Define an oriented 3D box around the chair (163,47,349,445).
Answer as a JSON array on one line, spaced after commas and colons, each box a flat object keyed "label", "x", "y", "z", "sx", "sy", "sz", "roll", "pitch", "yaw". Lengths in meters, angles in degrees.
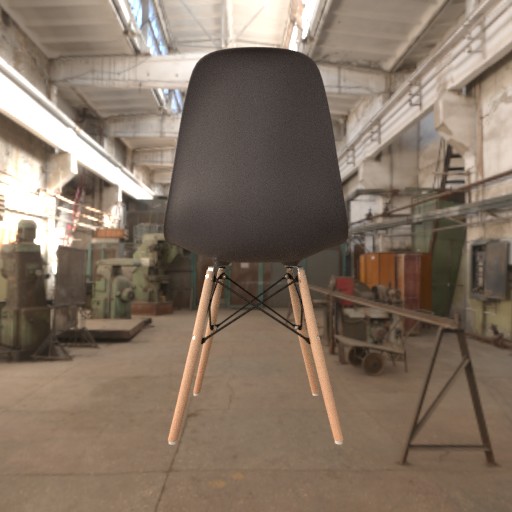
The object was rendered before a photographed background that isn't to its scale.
[{"label": "chair", "x": 0.000, "y": 0.000, "z": 1.143, "sx": 0.470, "sy": 0.826, "sz": 0.533, "roll": 0, "pitch": -1, "yaw": 0}]
